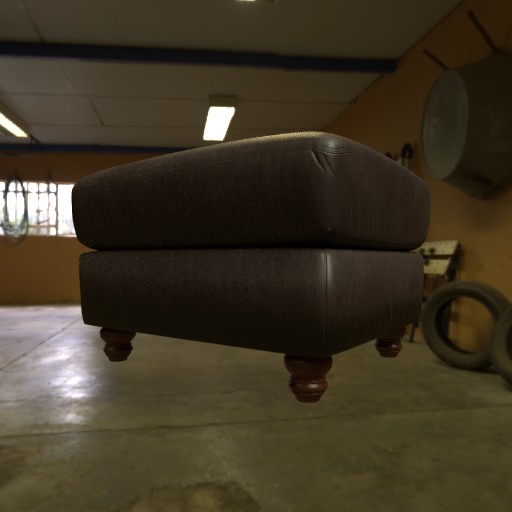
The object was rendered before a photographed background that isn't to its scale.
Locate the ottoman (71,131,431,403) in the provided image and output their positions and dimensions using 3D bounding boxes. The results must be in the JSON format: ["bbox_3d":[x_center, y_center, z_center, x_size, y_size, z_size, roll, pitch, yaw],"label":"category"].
[{"bbox_3d":[0.000,0.000,1.238,0.806,0.569,0.670,0,0,35],"label":"ottoman"}]
